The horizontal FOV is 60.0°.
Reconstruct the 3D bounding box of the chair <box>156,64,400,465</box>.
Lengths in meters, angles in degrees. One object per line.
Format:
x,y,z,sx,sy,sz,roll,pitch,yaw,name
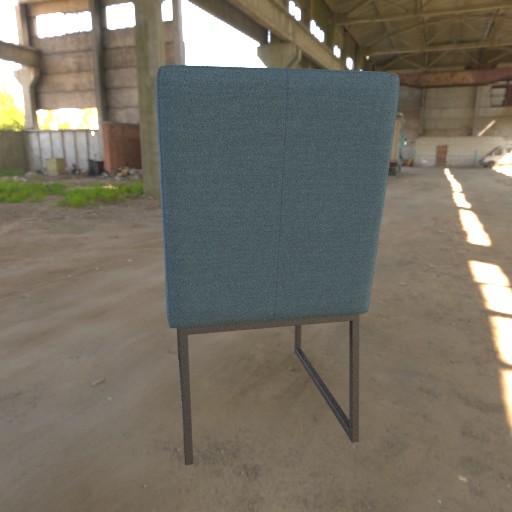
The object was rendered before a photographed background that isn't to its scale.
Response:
0.000,0.000,1.281,0.520,0.930,0.634,-3,14,-11,chair
